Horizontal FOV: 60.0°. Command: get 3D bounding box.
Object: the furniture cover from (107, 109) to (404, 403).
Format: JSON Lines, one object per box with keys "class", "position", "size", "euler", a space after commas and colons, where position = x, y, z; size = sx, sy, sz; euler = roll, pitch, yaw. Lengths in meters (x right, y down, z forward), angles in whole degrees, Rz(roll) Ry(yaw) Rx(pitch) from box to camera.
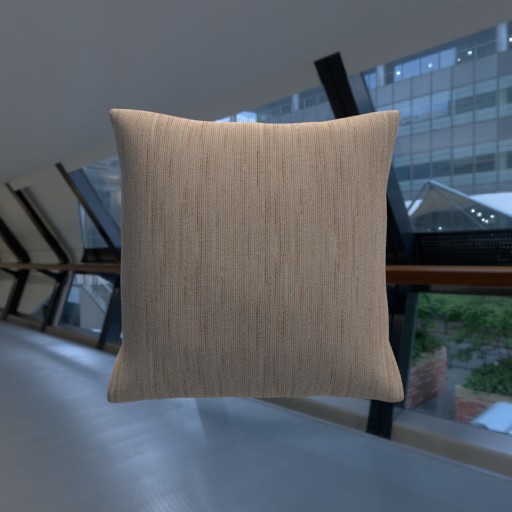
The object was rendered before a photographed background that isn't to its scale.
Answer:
{"class": "furniture cover", "position": [0.000, 0.000, 0.766], "size": [0.512, 0.506, 0.178], "euler": [0, 1, -1]}
